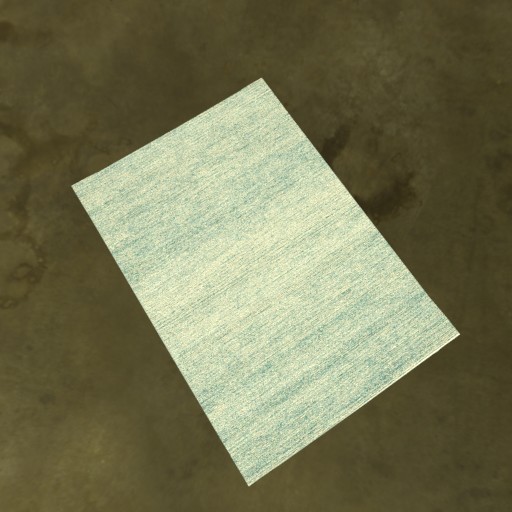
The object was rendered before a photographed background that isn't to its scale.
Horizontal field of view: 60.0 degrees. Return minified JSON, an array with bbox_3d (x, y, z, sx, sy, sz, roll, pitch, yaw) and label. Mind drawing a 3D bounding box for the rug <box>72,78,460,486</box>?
[{"bbox_3d":[0.000,0.000,2.969,1.613,0.030,2.306,-32,77,-9],"label":"rug"}]
